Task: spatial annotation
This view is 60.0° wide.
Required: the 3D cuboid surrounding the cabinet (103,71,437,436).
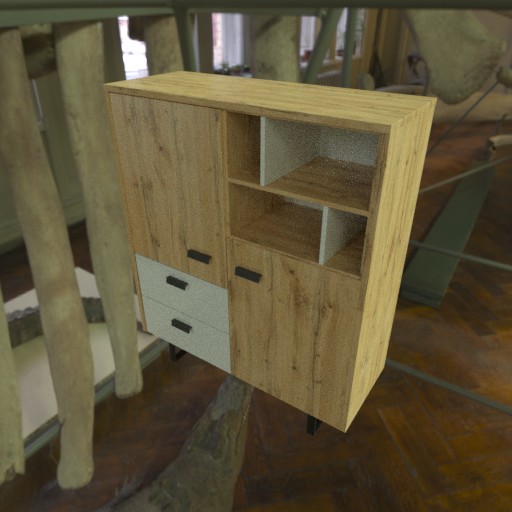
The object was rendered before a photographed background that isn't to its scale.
[{"bbox_3d":[0.000,0.000,1.972,1.168,1.397,0.473,19,35,29],"label":"cabinet"}]
